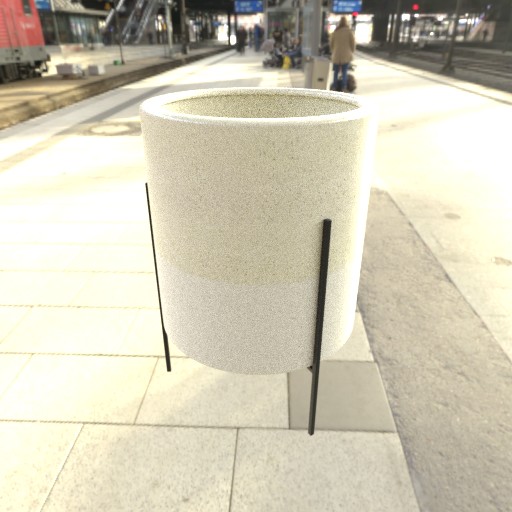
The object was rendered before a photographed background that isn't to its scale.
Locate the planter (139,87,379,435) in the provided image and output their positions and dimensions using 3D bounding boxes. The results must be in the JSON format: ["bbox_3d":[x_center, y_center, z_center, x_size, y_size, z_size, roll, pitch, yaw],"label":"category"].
[{"bbox_3d":[0.000,0.000,0.721,0.333,0.483,0.324,0,27,0],"label":"planter"}]
